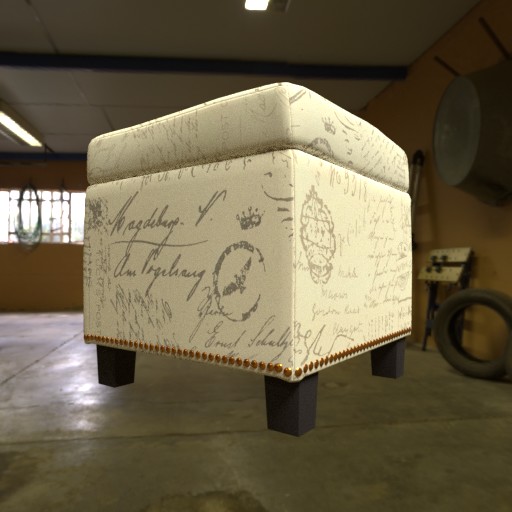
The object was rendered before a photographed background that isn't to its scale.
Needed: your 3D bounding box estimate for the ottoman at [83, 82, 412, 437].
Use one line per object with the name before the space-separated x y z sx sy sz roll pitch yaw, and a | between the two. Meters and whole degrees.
ottoman | 0.000 0.000 0.831 0.450 0.457 0.449 -1 -2 37
